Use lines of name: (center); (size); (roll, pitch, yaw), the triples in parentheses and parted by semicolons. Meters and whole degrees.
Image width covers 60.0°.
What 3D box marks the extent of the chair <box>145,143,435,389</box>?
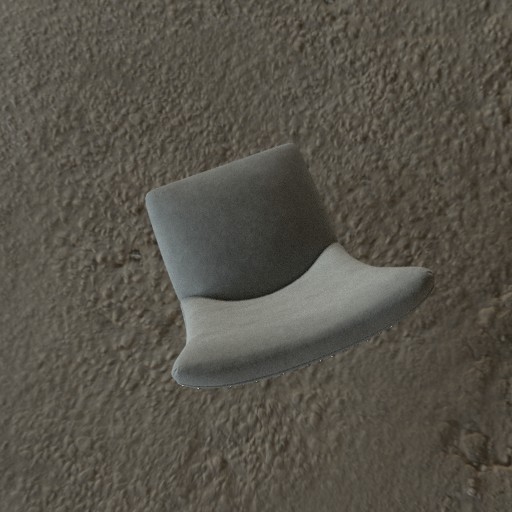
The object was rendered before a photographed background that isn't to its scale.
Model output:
chair: (0.000, 0.000, 1.217); (0.495, 0.902, 0.610); (-20, 77, -5)
